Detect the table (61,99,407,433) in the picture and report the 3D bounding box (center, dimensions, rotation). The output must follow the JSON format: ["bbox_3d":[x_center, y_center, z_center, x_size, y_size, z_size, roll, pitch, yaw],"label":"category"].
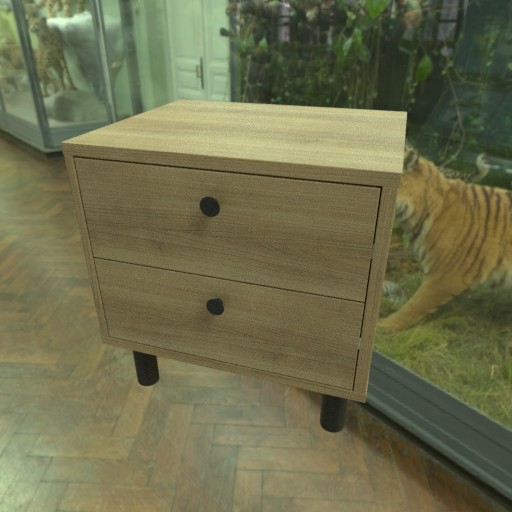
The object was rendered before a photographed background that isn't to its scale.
[{"bbox_3d":[0.000,0.000,0.799,0.445,0.460,0.380,9,30,15],"label":"table"}]
